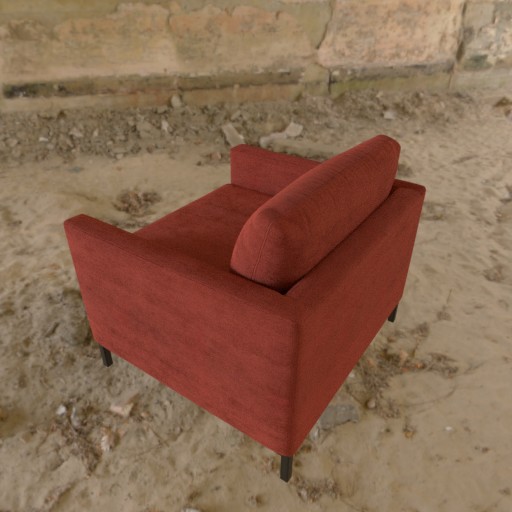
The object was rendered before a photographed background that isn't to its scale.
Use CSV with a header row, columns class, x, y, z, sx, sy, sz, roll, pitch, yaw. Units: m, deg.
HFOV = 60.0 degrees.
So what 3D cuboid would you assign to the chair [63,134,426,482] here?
class,x,y,z,sx,sy,sz,roll,pitch,yaw
chair,0.000,0.000,1.607,0.875,0.812,0.964,20,37,29
